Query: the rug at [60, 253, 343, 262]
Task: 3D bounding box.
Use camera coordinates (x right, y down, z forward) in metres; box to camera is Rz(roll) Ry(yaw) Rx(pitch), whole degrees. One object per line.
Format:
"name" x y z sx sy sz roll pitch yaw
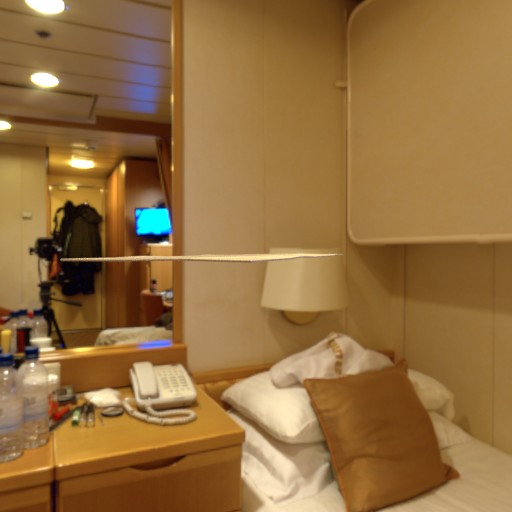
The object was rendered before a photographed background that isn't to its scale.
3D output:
"rug" 0.000 0.000 2.714 0.762 0.013 2.439 0 1 18
